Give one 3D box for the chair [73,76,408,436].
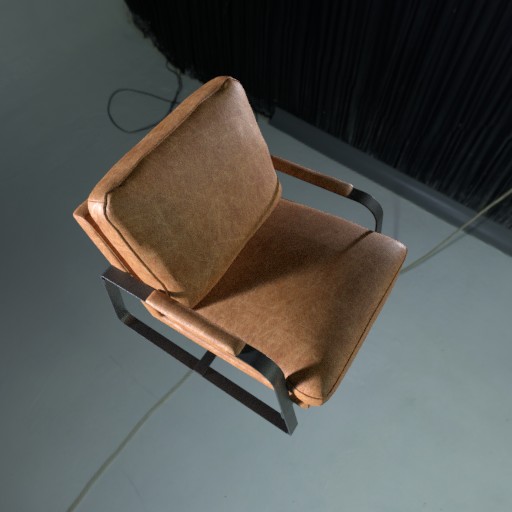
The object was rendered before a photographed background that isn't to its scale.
[{"bbox_3d":[0.000,0.000,1.365,0.801,0.777,0.651,29,63,16],"label":"chair"}]
